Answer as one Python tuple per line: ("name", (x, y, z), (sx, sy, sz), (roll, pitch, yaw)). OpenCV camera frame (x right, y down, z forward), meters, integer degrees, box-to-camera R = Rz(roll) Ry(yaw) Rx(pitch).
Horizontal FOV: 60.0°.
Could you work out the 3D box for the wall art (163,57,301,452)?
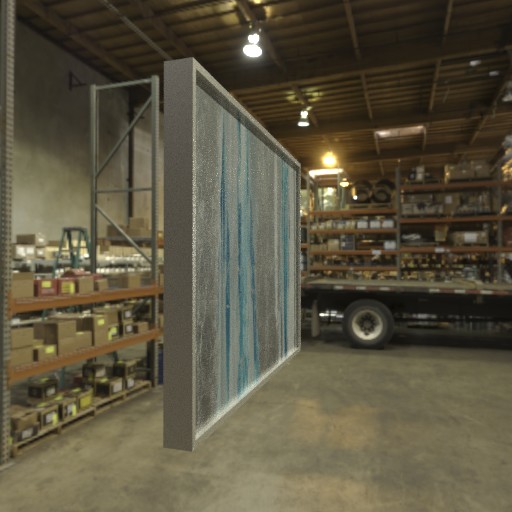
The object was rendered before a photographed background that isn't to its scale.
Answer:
("wall art", (0.000, 0.000, 1.414), (0.066, 0.801, 1.056), (0, -1, 18))
